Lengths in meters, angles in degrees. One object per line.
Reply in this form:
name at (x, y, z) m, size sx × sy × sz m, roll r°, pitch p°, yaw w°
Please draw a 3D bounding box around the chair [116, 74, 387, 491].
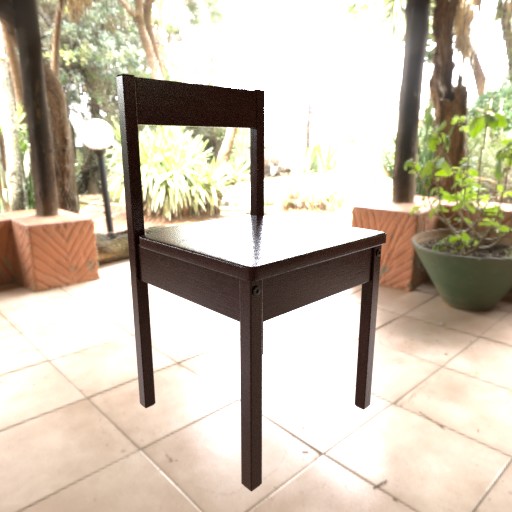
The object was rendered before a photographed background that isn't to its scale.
chair at (0.000, 0.000, 0.873) m, size 0.367 × 0.668 × 0.361 m, roll -13°, pitch 19°, yaw -42°
